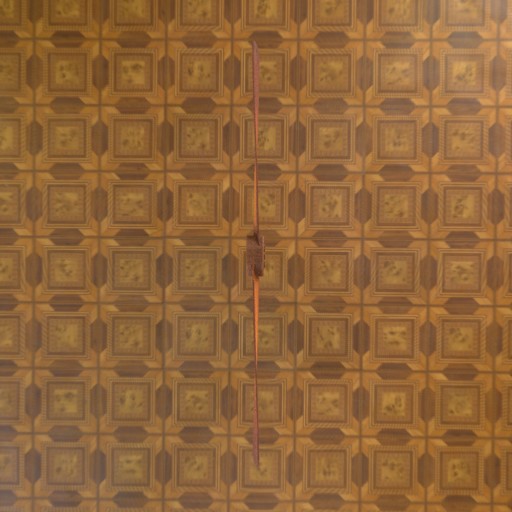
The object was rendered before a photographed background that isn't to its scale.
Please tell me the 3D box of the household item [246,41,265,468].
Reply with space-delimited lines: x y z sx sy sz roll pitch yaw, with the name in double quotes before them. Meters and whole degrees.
"household item" 0.000 0.000 1.244 0.051 0.121 1.181 0 91 1
